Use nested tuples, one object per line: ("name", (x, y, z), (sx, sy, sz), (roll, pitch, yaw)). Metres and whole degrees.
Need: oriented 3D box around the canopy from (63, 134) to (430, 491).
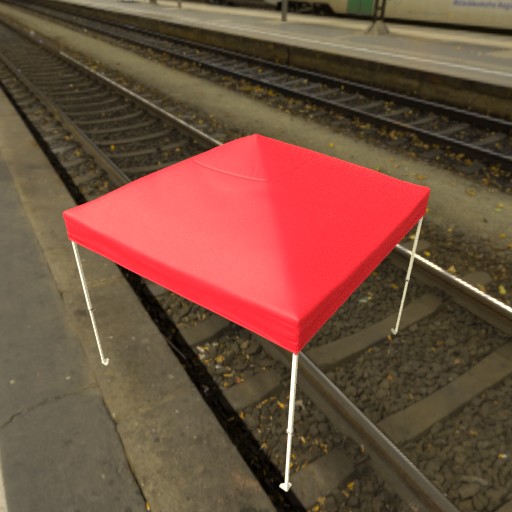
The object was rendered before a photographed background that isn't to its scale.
("canopy", (0.000, 0.000, 5.409), (2.998, 2.997, 2.996), (22, 38, 30))
